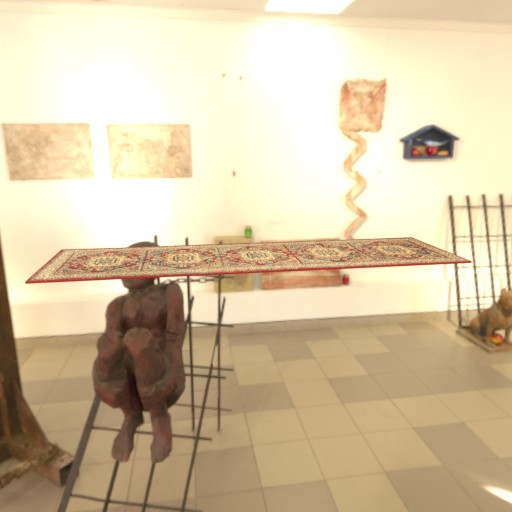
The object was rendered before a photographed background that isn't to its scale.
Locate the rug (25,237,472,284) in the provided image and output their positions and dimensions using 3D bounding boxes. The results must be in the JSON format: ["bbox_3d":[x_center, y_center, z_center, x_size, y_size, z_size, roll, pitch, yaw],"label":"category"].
[{"bbox_3d":[0.000,0.000,2.561,2.292,0.015,0.659,-2,14,-9],"label":"rug"}]
